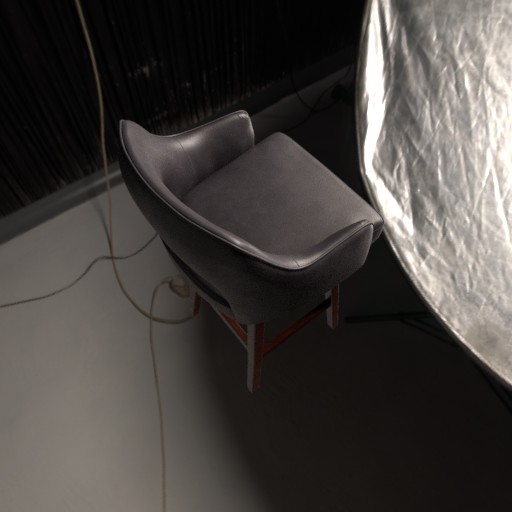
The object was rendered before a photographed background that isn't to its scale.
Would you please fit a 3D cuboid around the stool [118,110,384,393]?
[{"bbox_3d":[0.000,0.000,1.368,0.560,1.041,0.550,-34,64,-19],"label":"stool"}]
